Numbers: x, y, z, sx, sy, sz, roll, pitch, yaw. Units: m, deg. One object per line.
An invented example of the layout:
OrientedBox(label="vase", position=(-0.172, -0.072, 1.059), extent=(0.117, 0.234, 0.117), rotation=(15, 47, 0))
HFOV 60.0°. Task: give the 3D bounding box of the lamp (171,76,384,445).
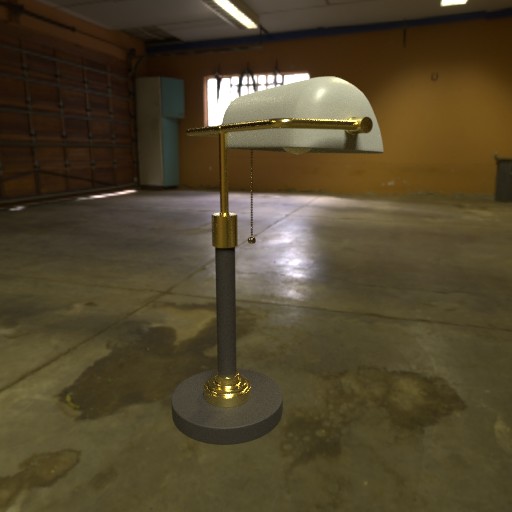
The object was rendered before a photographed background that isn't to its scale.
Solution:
OrientedBox(label="lamp", position=(0.000, 0.000, 0.551), extent=(0.227, 0.404, 0.269), rotation=(-7, 15, -26))
